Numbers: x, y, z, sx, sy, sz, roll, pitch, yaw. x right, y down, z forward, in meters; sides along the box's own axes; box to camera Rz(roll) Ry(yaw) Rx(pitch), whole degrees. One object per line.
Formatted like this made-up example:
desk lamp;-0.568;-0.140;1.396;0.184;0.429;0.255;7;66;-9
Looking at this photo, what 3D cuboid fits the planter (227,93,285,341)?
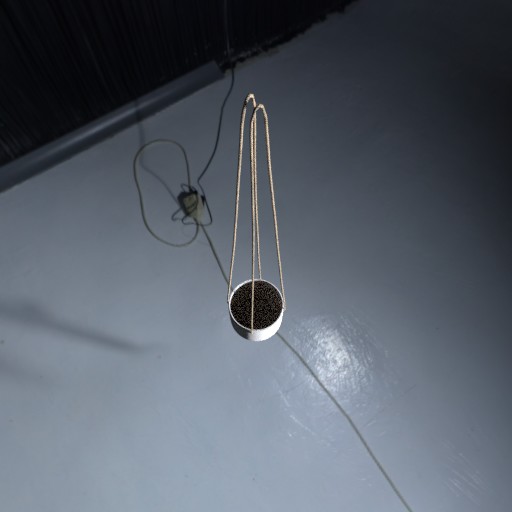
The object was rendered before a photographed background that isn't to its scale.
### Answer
planter;0.000;0.000;0.908;0.146;0.841;0.146;-34;68;-15
